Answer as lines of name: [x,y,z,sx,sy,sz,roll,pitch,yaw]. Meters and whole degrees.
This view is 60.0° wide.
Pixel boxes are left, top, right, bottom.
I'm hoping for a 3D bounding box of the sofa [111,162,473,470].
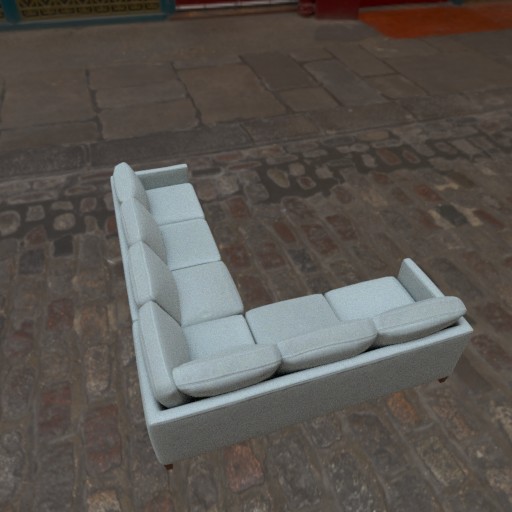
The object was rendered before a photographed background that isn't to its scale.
sofa: [0.000,0.000,4.486,2.592,0.947,3.301,-12,43,-13]
